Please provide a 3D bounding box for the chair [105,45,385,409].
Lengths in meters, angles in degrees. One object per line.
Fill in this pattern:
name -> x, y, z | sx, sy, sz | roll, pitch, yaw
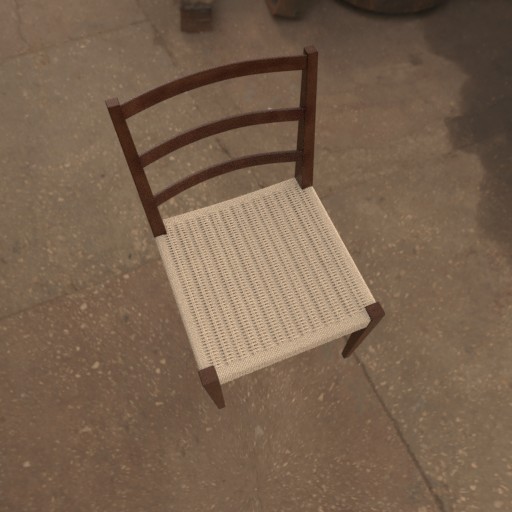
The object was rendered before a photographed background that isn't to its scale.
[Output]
chair -> 0.000, 0.000, 1.188 | 0.480, 0.813, 0.551 | -19, 64, -10
